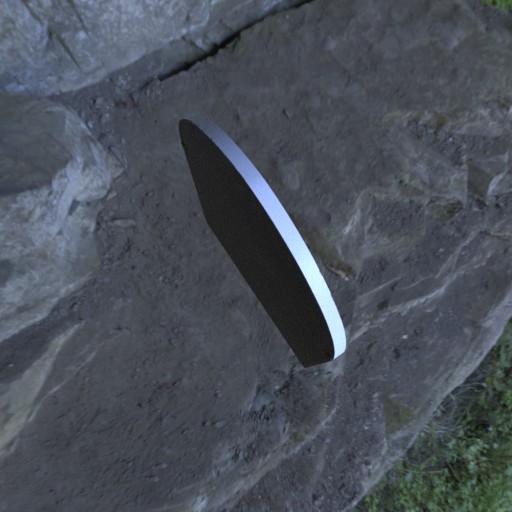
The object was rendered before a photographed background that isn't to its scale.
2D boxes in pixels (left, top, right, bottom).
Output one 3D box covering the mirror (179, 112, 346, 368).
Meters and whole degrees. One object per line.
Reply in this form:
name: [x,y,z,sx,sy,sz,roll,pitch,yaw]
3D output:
mirror: [0.000,0.000,1.203,0.032,0.920,0.660,-32,77,-9]
